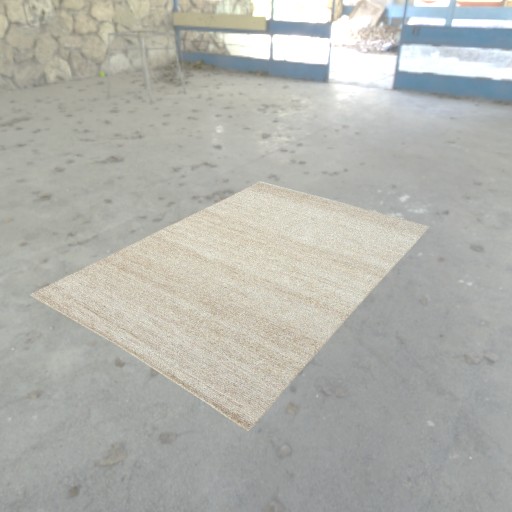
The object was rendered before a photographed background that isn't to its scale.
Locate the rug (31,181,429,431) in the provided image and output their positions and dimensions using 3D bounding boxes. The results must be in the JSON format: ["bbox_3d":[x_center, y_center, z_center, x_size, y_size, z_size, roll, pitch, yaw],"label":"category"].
[{"bbox_3d":[0.000,0.000,2.970,1.596,0.030,2.283,21,36,31],"label":"rug"}]
